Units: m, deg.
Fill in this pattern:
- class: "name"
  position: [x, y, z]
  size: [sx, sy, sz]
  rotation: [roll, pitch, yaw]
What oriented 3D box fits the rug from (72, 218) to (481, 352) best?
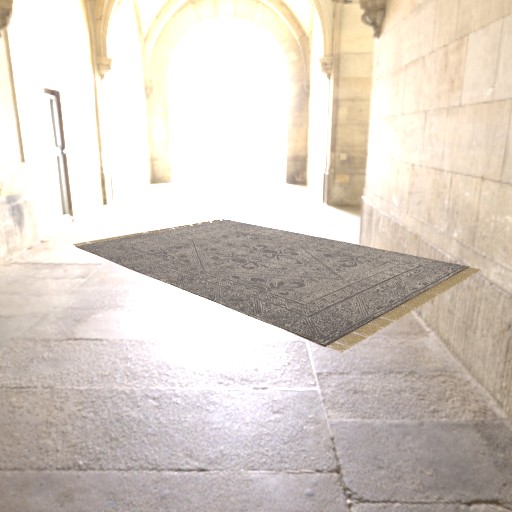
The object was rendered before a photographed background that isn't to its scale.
- class: "rug"
  position: [0.000, 0.000, 3.047]
  size: [2.440, 0.010, 1.529]
  rotation: [15, 21, 43]
